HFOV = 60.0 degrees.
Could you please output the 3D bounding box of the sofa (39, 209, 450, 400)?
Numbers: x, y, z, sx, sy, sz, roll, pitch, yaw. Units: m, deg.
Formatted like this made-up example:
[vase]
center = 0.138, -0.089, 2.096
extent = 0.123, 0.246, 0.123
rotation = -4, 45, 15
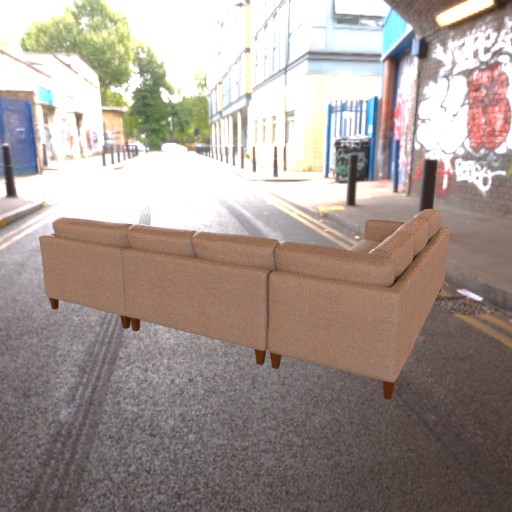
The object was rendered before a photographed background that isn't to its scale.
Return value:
[sofa]
center = 0.000, 0.000, 4.620
extent = 3.460, 0.961, 2.594
rotation = 8, 16, 28
